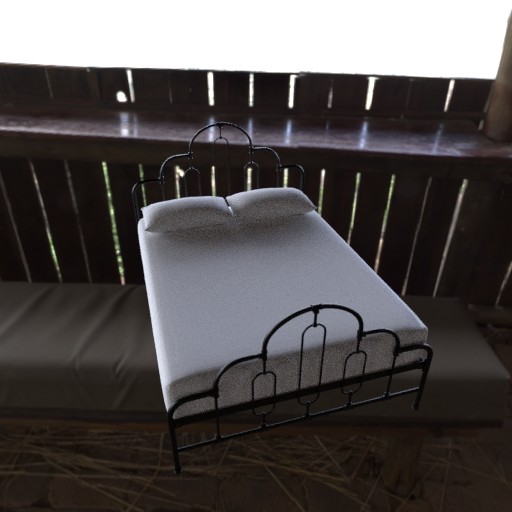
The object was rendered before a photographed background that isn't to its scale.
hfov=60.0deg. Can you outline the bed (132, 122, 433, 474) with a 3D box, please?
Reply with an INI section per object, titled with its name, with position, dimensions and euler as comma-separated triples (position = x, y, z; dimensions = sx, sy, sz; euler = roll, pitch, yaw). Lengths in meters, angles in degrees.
[bed]
position = 0.000, 0.000, 3.283
dimensions = 1.626, 1.444, 2.181
euler = -9, 32, -14
